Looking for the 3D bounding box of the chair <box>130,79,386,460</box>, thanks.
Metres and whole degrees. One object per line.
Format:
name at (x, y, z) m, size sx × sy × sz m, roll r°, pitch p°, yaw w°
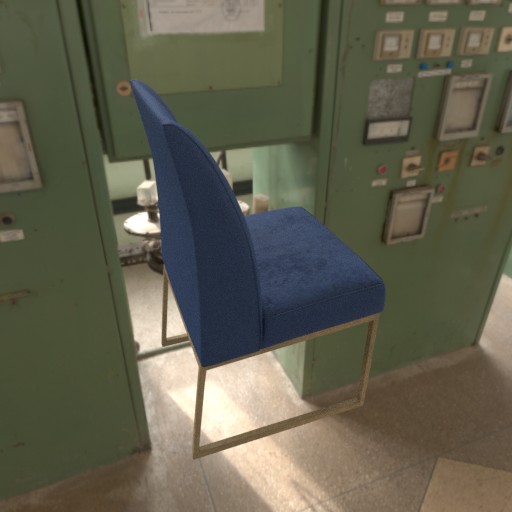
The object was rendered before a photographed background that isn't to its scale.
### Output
chair at (0.000, 0.000, 1.200) m, size 0.522 × 0.863 × 0.508 m, roll -11°, pitch 32°, yaw -17°
